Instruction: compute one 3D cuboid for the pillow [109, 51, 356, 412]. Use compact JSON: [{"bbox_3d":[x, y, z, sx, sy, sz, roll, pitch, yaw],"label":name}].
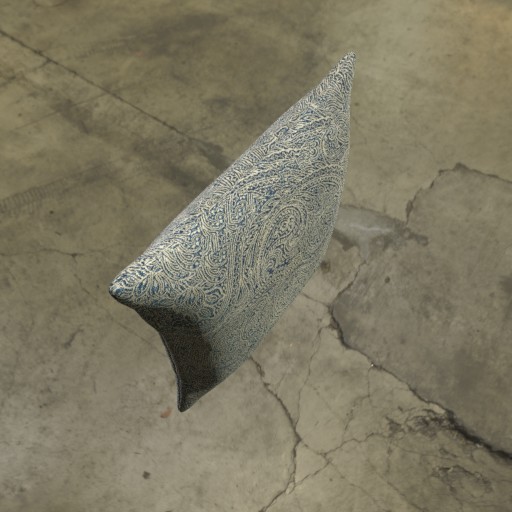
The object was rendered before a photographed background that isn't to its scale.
[{"bbox_3d":[0.000,0.000,0.786,0.166,0.510,0.523,32,64,18],"label":"pillow"}]
